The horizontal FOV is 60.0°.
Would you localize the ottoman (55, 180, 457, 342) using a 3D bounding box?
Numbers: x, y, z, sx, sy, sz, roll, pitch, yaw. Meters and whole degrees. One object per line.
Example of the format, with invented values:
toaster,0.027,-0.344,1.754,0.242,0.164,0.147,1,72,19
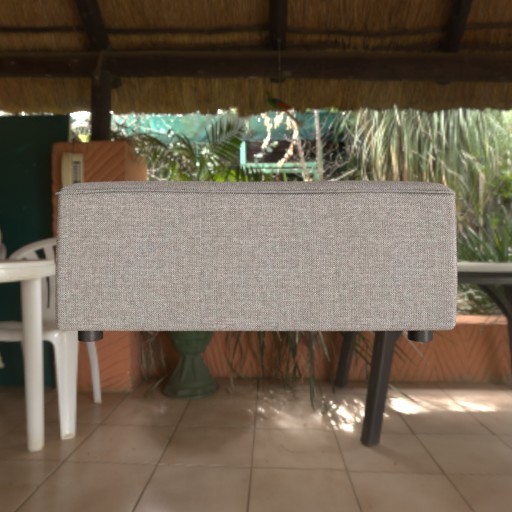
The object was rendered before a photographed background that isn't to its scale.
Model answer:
ottoman,0.000,0.000,1.590,1.023,0.423,1.017,0,1,1
